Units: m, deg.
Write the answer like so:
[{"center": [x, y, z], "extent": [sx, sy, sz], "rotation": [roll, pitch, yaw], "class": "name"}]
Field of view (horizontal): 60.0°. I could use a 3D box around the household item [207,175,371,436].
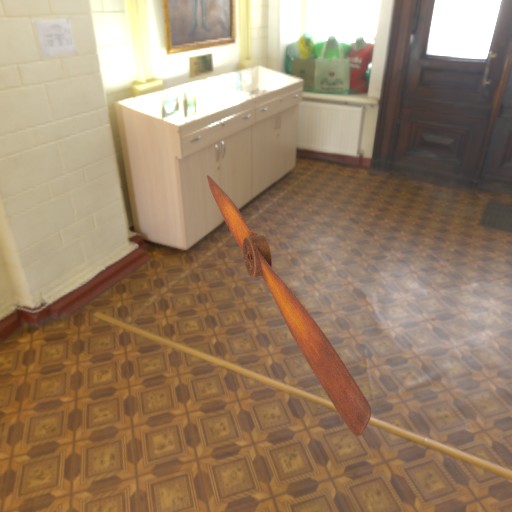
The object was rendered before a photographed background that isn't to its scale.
[{"center": [0.000, 0.000, 1.219], "extent": [0.051, 0.121, 1.181], "rotation": [-9, 31, -15], "class": "household item"}]
